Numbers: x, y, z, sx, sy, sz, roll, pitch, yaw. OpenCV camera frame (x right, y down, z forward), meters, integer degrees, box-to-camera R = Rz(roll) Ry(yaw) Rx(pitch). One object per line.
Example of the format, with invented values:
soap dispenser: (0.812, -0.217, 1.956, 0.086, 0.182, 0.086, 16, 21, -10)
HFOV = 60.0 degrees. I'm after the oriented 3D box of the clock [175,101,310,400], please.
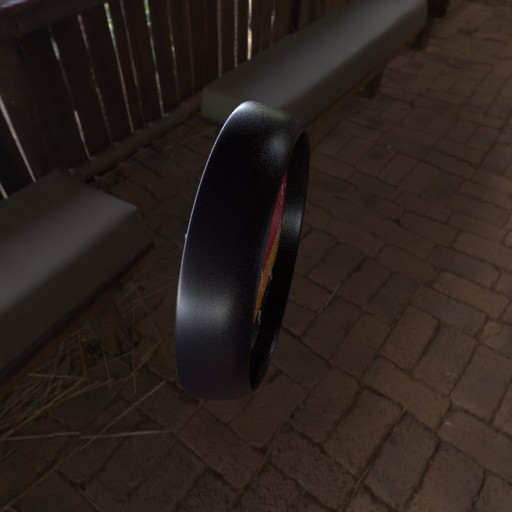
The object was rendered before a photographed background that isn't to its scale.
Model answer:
clock: (0.000, 0.000, 0.460, 0.060, 0.300, 0.300, 11, 48, 10)
